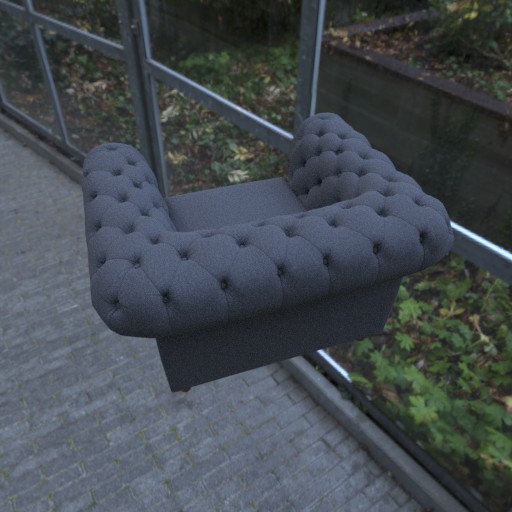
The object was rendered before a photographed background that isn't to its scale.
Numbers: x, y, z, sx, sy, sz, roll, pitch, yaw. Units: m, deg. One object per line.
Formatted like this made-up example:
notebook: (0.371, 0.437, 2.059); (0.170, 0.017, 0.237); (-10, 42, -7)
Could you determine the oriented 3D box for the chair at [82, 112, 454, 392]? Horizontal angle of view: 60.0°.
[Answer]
chair: (0.000, 0.000, 1.883); (1.270, 0.770, 0.976); (-13, 42, -14)
